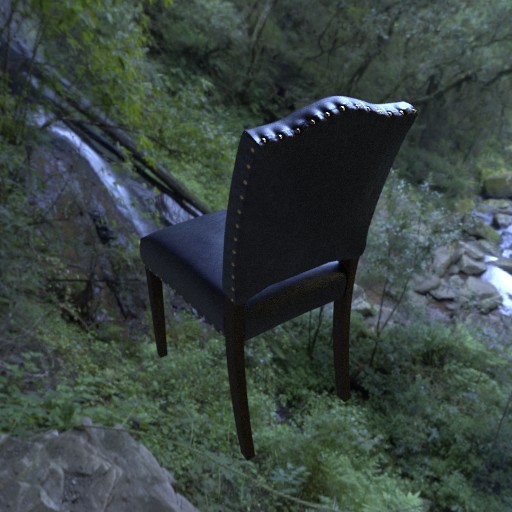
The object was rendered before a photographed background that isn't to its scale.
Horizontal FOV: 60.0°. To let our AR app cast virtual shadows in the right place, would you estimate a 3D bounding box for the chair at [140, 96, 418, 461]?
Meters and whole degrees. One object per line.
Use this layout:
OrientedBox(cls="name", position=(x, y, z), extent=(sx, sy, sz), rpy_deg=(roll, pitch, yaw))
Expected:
OrientedBox(cls="chair", position=(0.000, 0.000, 1.310), extent=(0.500, 0.991, 0.633), rpy_deg=(-19, 36, -29))
